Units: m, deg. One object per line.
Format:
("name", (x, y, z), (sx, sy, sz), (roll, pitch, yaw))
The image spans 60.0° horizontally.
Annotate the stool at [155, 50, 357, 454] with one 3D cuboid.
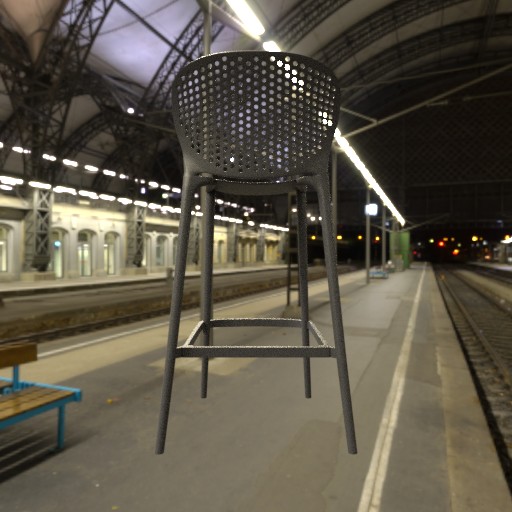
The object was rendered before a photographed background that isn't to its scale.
("stool", (0.000, 0.000, 1.386), (0.536, 1.045, 0.535), (0, 0, 0))
